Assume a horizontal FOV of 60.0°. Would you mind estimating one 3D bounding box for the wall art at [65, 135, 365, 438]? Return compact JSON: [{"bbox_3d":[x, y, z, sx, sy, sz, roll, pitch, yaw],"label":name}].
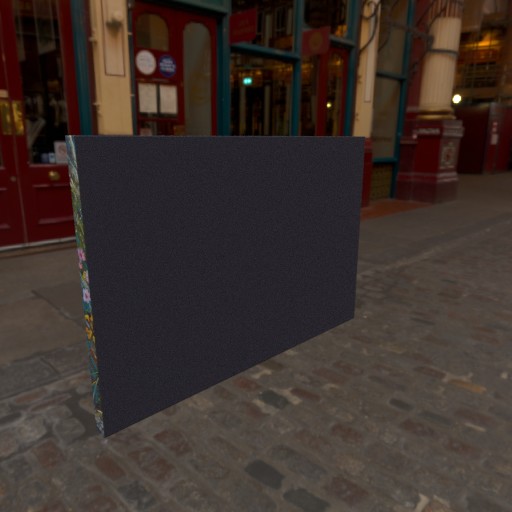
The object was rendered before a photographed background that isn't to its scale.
[{"bbox_3d":[0.000,0.000,1.157,0.908,0.604,0.037,-14,20,-42],"label":"wall art"}]
